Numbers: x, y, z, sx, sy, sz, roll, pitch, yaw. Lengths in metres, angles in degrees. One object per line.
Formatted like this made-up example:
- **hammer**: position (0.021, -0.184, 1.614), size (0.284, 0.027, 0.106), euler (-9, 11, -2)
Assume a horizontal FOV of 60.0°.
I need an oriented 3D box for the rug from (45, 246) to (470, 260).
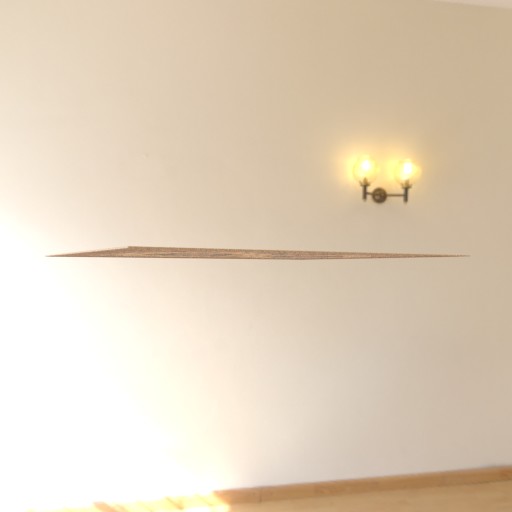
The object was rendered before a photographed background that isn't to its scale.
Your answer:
- **rug**: position (0.000, 0.000, 2.860), size (2.227, 0.008, 1.611), euler (1, -2, -35)
